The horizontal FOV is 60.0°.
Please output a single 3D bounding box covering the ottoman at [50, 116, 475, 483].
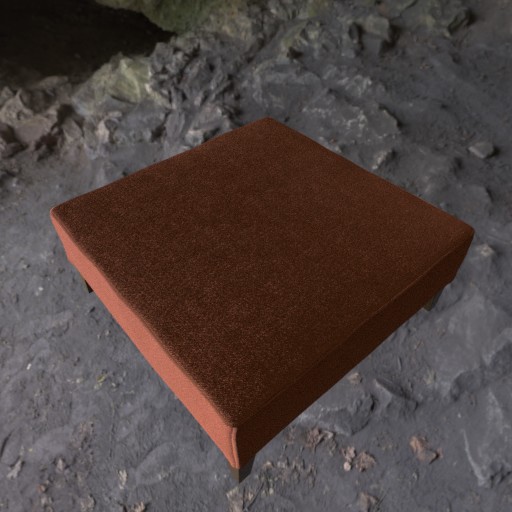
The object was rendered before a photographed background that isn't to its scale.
[{"bbox_3d":[0.000,0.000,1.538,0.997,0.438,0.999,-31,53,-28],"label":"ottoman"}]
